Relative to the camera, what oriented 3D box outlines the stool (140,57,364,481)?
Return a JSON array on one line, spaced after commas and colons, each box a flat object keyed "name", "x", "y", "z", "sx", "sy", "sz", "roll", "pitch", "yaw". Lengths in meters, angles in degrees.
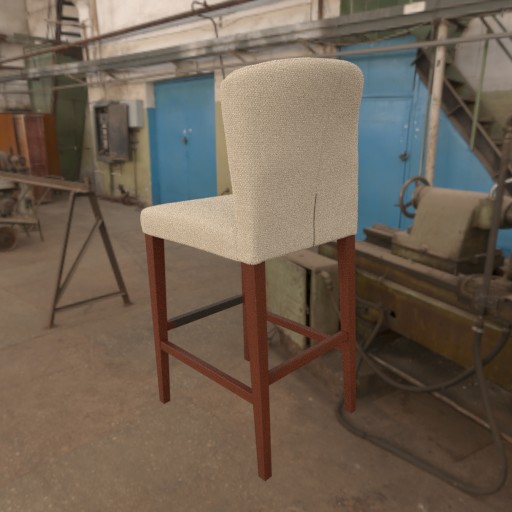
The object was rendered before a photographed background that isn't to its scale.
[{"name": "stool", "x": 0.000, "y": 0.000, "z": 1.366, "sx": 0.568, "sy": 1.069, "sz": 0.481, "roll": 16, "pitch": 22, "yaw": 43}]
